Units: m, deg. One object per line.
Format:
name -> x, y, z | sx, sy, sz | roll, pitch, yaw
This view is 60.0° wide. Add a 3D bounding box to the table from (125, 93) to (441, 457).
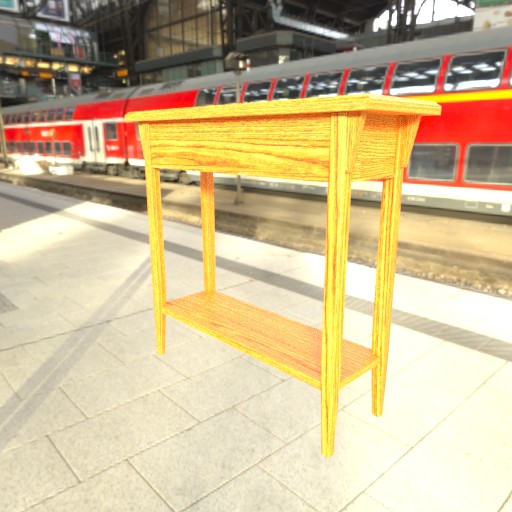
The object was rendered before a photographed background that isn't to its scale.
table -> 0.000, 0.000, 1.121 | 0.254, 0.711, 0.762 | -14, 21, -43
